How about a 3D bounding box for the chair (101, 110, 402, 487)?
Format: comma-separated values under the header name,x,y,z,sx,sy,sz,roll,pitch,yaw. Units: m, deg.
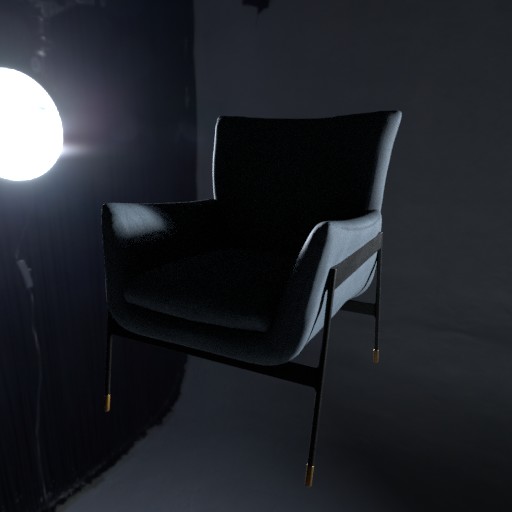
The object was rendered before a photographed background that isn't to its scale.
name,x,y,z,sx,sy,sz,roll,pitch,yaw
chair,0.000,0.000,1.343,0.678,0.858,0.709,7,16,27
